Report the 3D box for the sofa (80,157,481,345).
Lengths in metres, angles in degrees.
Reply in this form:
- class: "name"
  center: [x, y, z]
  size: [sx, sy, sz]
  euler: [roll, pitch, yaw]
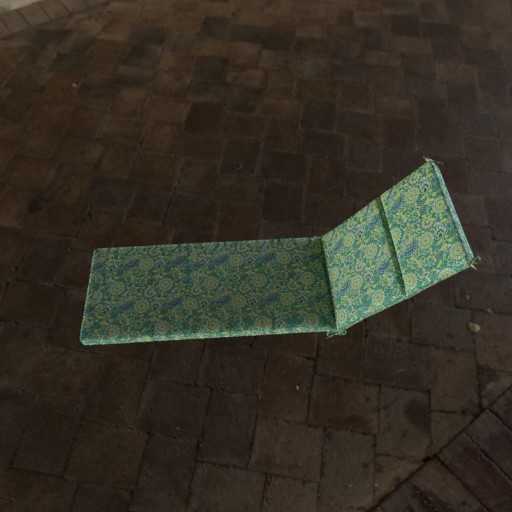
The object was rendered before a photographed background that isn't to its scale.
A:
- class: "sofa"
  center: [0.000, 0.000, 1.992]
  size: [1.663, 0.622, 0.582]
  euler: [-3, 57, -2]
